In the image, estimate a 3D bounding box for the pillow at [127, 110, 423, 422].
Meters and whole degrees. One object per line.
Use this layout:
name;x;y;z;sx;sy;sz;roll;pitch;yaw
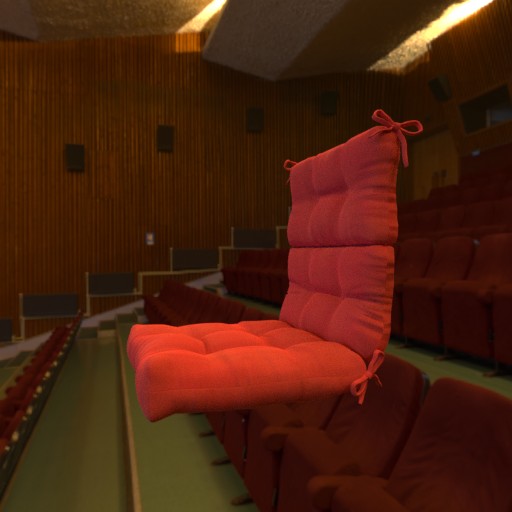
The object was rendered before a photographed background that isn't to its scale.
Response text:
pillow;0.000;0.000;1.049;0.571;0.605;0.519;0;0;-19
